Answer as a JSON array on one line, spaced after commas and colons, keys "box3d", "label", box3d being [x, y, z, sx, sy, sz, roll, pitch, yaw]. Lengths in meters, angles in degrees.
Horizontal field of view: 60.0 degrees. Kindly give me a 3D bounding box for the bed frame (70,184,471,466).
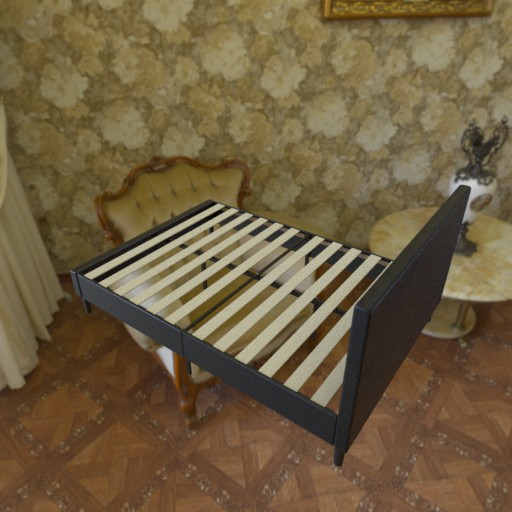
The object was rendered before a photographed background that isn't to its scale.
[{"box3d": [0.000, 0.000, 2.979, 2.152, 1.046, 1.469, 21, 38, 30], "label": "bed frame"}]
